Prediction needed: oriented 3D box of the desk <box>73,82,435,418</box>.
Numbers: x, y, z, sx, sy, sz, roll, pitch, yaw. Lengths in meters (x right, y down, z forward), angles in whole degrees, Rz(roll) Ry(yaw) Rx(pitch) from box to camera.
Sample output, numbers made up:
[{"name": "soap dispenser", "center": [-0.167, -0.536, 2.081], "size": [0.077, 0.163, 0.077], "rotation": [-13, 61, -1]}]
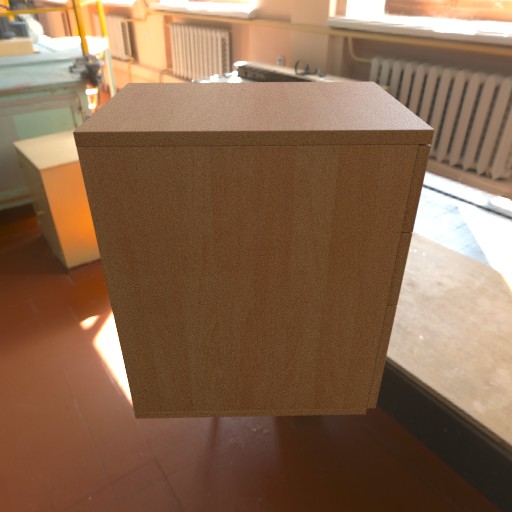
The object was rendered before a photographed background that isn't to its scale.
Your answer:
[{"name": "desk", "center": [0.000, 0.000, 1.084], "size": [0.600, 0.730, 0.404], "rotation": [-1, 32, -1]}]
